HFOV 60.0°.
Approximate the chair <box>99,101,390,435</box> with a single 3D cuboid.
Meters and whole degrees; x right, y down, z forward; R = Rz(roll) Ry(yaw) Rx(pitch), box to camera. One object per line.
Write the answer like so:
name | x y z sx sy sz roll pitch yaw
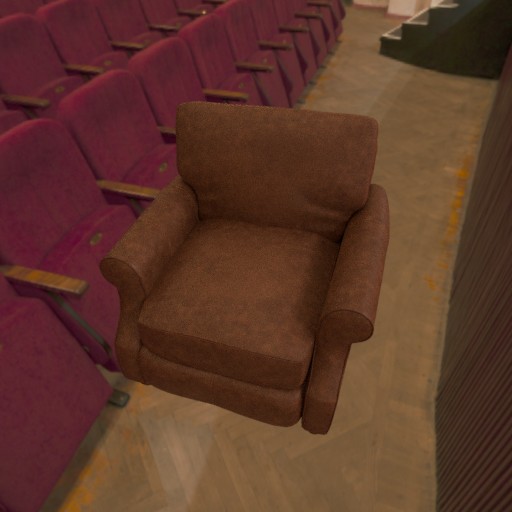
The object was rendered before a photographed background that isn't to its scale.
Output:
chair | 0.000 0.000 1.790 0.996 0.976 1.002 11 41 13
